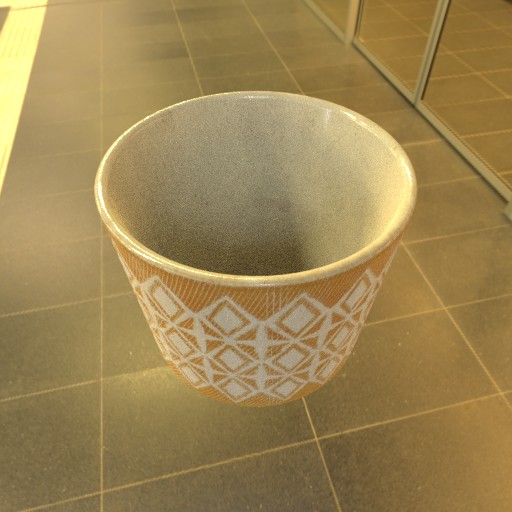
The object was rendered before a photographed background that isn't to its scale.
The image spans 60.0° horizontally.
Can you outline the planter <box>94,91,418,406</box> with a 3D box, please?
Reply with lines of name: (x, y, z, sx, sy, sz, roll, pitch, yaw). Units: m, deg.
planter: (0.000, 0.000, 0.331, 0.193, 0.165, 0.193, 0, 47, 0)
